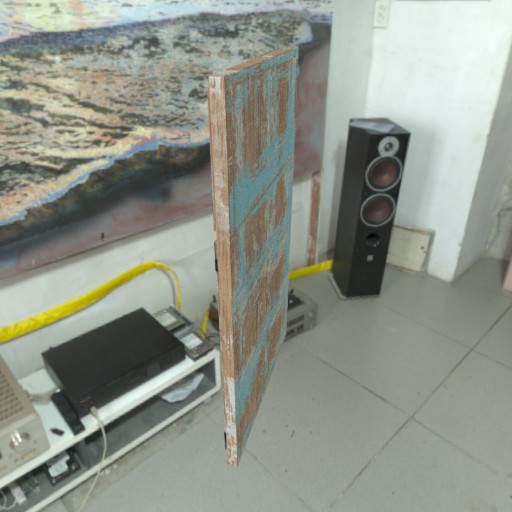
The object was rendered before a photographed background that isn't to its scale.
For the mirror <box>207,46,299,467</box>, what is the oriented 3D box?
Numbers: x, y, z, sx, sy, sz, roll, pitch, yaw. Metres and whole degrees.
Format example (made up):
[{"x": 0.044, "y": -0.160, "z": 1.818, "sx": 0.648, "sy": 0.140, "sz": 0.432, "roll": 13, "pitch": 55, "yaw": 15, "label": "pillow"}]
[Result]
[{"x": 0.000, "y": 0.000, "z": 1.473, "sx": 0.083, "sy": 1.213, "sz": 0.707, "roll": 8, "pitch": 31, "yaw": 14, "label": "mirror"}]
